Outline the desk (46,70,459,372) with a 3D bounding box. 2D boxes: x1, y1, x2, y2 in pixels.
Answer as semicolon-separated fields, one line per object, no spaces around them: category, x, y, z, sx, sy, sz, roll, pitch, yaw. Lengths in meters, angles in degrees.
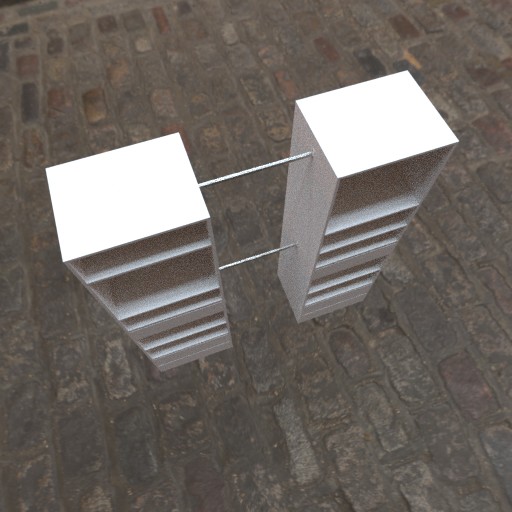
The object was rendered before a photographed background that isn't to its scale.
desk;0.000;0.000;2.854;1.770;2.000;0.480;-18;65;-9
